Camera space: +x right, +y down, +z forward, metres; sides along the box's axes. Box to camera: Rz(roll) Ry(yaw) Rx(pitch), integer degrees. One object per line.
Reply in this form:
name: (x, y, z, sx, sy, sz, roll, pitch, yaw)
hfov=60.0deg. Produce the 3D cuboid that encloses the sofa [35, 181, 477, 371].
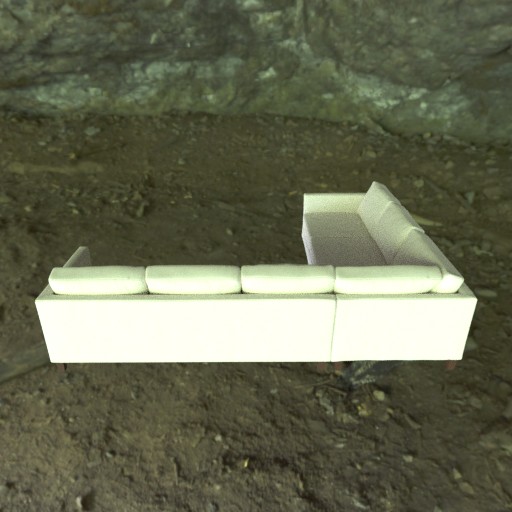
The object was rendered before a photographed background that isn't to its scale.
sofa: (0.000, 0.000, 4.344, 3.182, 0.863, 2.432, 0, 26, 0)
